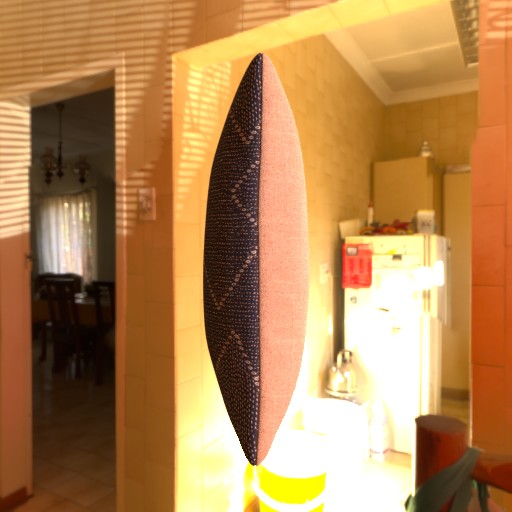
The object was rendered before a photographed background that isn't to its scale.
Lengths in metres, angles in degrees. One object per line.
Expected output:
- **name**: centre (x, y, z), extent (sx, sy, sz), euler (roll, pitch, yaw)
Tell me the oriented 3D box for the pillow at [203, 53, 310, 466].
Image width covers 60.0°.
- **pillow**: centre (0.000, 0.000, 0.669), extent (0.148, 0.428, 0.435), euler (0, 1, -1)
